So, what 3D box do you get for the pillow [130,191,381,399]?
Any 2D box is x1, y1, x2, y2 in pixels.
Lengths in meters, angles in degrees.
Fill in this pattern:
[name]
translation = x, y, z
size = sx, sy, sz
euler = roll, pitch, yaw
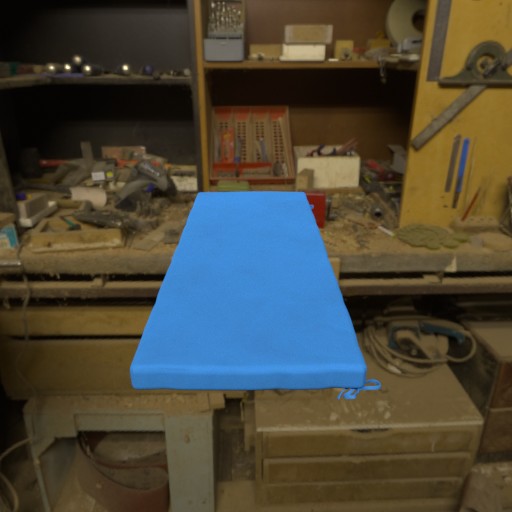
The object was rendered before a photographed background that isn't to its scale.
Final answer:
[pillow]
translation = 0.000, 0.000, 1.363
size = 0.492, 0.081, 1.187
euler = 0, 25, 0
